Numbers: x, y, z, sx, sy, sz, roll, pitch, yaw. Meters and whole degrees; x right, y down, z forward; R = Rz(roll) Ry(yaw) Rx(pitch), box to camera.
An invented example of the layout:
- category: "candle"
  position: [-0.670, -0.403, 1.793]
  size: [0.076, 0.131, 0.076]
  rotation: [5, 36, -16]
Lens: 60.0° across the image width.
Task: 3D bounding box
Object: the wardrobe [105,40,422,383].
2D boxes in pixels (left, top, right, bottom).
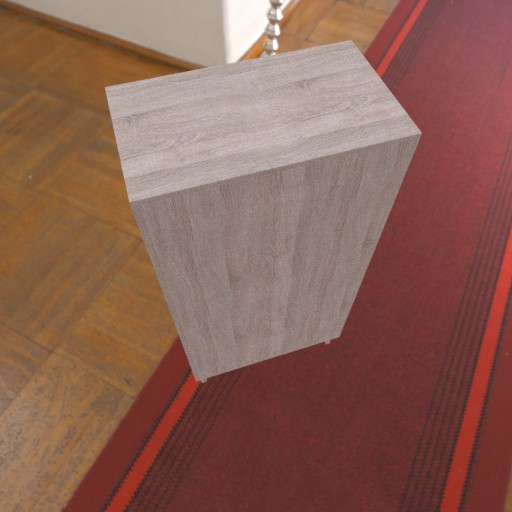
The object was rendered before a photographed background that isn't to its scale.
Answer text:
- category: "wardrobe"
  position: [0.000, 0.000, 2.408]
  size: [1.000, 1.960, 0.600]
  rotation: [-15, 58, -10]
